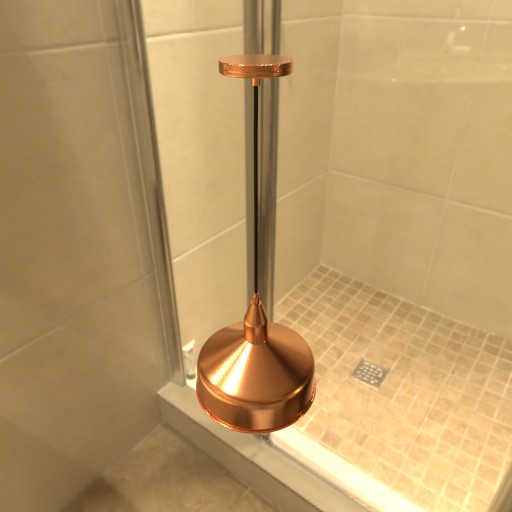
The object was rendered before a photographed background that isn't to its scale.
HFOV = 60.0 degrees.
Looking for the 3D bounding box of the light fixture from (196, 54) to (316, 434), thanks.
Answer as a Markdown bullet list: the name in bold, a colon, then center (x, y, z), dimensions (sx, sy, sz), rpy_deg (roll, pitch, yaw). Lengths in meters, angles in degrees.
- **light fixture**: center (0.000, 0.000, 0.921), dimensions (0.301, 0.754, 0.301), rpy_deg (0, 32, 0)
